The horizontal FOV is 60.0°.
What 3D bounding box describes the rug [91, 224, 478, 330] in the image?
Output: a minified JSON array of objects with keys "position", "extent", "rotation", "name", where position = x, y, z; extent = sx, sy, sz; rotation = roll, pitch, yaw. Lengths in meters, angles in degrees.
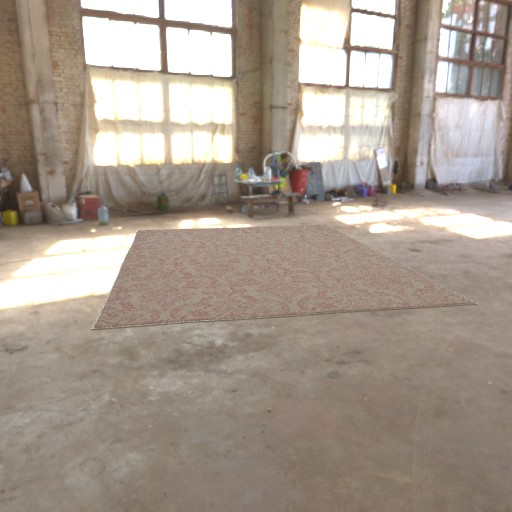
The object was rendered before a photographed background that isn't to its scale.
[{"position":[0.000,0.000,4.052],"extent":[2.363,0.012,2.980],"rotation":[-2,14,-10],"name":"rug"}]
